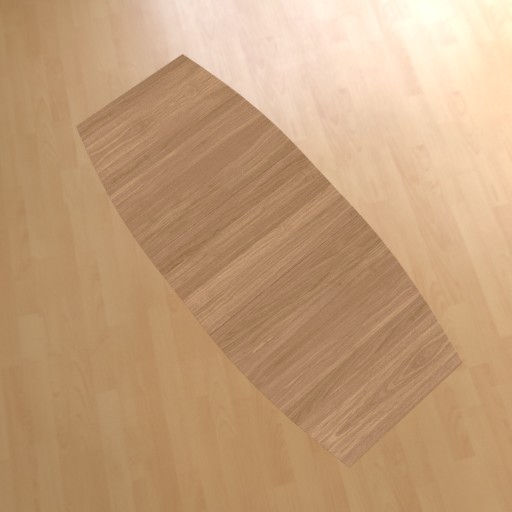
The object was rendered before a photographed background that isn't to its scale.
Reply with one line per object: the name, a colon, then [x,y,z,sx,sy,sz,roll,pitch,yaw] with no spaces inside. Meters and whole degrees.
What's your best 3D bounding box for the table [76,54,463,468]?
table: [0.000,0.000,2.437,0.900,0.750,2.032,-38,79,-9]
